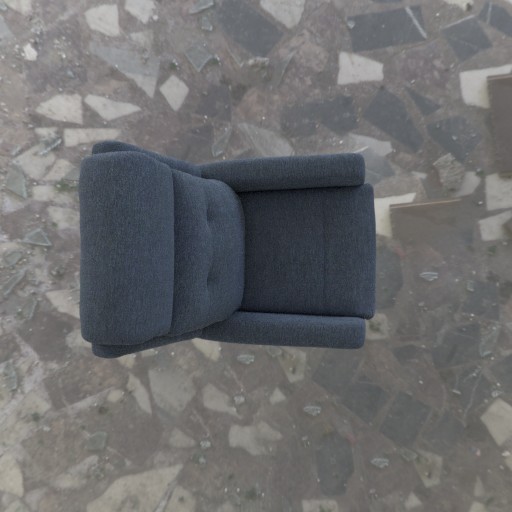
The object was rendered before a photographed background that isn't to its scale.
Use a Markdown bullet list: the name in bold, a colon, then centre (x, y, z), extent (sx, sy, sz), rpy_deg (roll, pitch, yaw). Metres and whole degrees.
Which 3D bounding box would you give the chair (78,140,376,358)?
- **chair**: centre (0.000, 0.000, 1.730), extent (1.043, 1.013, 0.798), rpy_deg (0, 90, 1)
